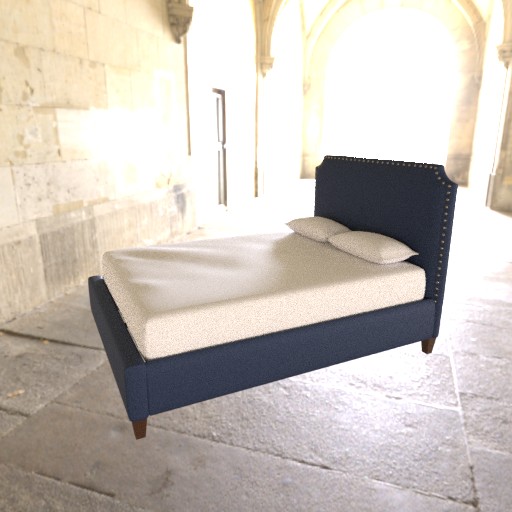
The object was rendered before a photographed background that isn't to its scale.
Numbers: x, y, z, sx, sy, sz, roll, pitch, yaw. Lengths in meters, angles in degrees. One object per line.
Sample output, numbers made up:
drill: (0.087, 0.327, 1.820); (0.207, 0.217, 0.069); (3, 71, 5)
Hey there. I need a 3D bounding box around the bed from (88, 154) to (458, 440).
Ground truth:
bed: (0.000, 0.000, 3.479); (2.372, 1.443, 1.712); (-8, 18, -25)
